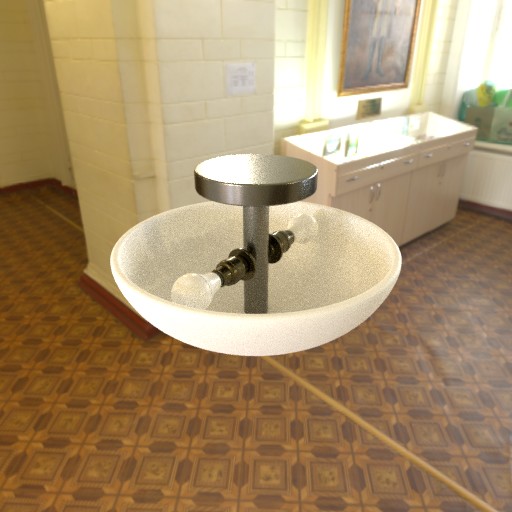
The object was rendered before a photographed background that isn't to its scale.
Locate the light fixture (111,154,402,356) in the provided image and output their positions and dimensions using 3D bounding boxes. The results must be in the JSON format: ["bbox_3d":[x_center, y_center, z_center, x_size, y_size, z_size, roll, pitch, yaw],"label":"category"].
[{"bbox_3d":[0.000,0.000,0.530,0.330,0.214,0.330,0,25,0],"label":"light fixture"}]
